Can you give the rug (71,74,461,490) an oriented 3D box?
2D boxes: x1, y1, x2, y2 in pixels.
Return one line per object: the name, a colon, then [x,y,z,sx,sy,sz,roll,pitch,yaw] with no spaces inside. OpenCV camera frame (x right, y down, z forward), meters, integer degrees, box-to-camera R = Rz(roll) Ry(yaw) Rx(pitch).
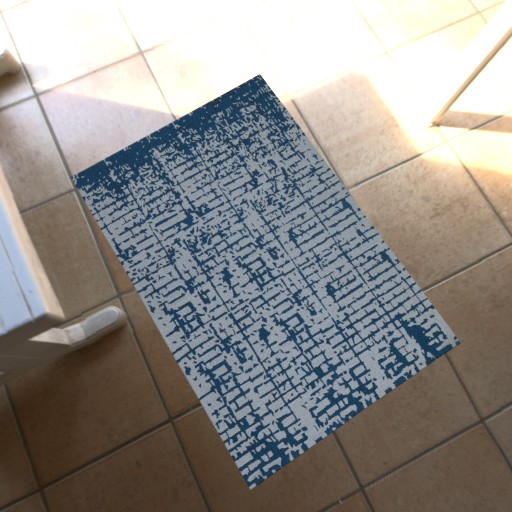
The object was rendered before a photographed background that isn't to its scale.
rug: [0.000,0.000,2.290,1.220,0.007,1.828,-32,77,-8]
